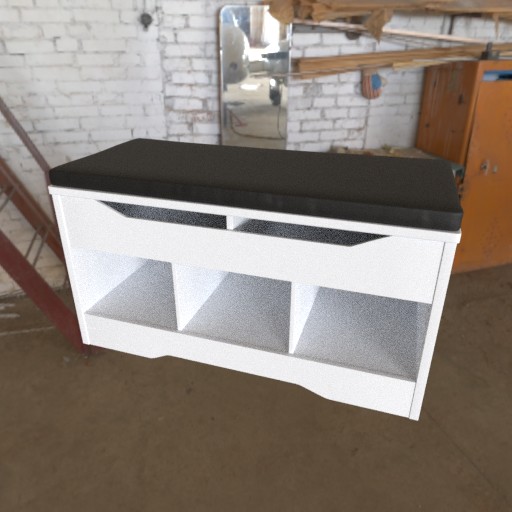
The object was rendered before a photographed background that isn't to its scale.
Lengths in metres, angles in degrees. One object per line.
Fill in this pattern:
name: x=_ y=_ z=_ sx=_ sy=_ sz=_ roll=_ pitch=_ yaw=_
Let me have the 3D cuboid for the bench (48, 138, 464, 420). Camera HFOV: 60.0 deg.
bench: x=0.000 y=0.000 z=1.171 sx=0.899 sy=0.500 sz=0.401 roll=8 pitch=27 yaw=16
